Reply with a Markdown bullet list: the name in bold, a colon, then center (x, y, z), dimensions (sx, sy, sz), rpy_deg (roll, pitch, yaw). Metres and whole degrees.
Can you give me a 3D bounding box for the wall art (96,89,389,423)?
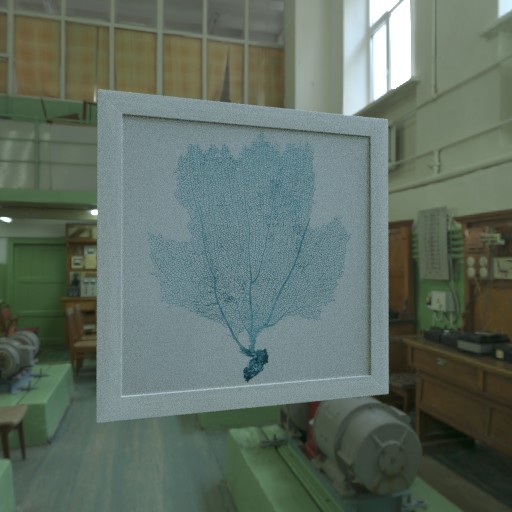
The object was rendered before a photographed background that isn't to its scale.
- **wall art**: center (0.000, 0.000, 0.865), dimensions (0.584, 0.584, 0.013), rpy_deg (0, -1, -17)
